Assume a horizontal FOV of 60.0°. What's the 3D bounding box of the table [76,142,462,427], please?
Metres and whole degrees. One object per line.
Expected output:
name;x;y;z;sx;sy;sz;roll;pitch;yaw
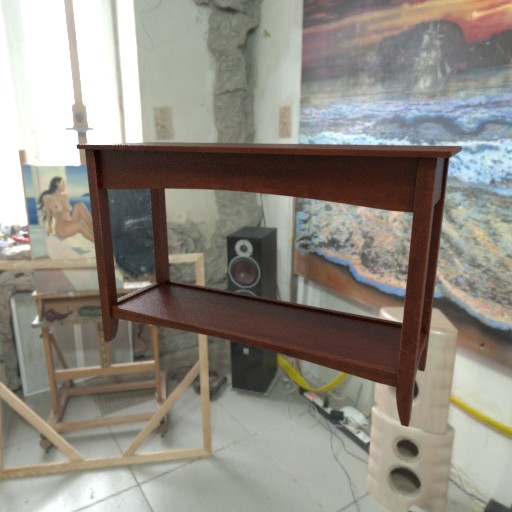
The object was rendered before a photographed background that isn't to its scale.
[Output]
table;0.000;0.000;1.521;1.188;0.739;0.392;8;17;26
